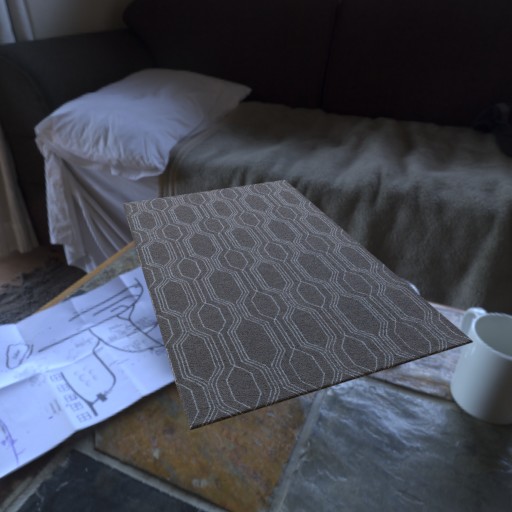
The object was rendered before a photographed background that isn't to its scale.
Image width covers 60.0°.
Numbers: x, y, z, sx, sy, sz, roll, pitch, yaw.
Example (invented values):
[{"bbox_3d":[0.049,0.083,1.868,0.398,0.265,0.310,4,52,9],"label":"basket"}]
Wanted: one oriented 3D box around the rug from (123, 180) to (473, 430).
[{"bbox_3d":[0.000,0.000,3.101,1.541,0.012,2.457,-11,33,-18],"label":"rug"}]
